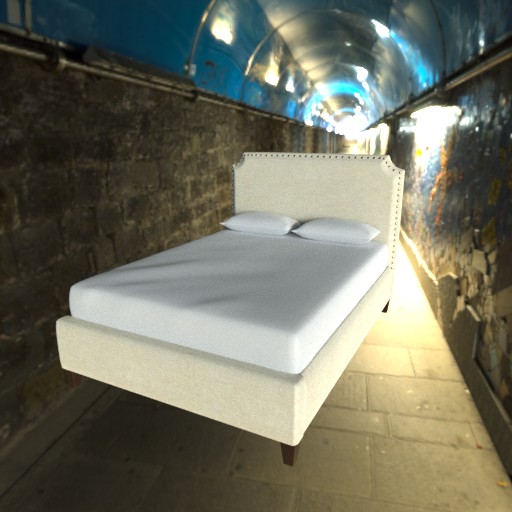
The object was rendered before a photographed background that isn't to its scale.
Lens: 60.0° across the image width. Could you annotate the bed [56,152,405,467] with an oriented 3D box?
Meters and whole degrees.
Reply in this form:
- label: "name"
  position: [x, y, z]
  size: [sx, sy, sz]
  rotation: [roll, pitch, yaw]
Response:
- label: "bed"
  position: [0.000, 0.000, 3.408]
  size: [1.713, 1.457, 2.381]
  rotation: [8, 17, 26]
